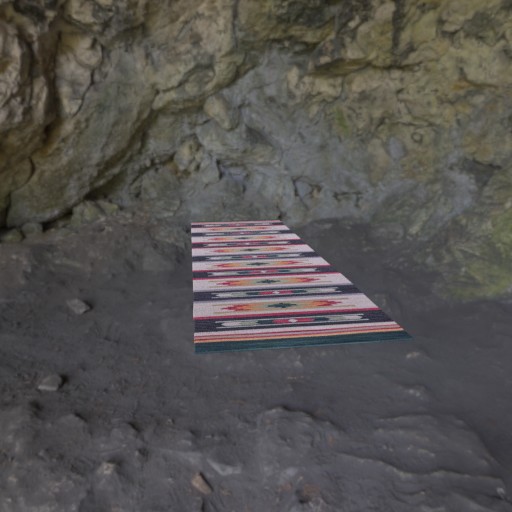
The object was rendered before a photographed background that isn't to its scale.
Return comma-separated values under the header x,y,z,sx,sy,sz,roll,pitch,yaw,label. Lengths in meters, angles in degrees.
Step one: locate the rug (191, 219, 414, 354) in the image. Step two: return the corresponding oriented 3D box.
x,y,z,sx,sy,sz,roll,pitch,yaw,label
0.000,0.000,2.652,0.760,0.009,2.440,-2,15,-8,rug
